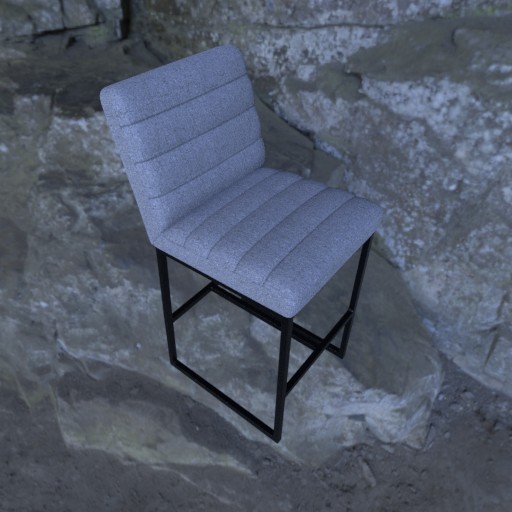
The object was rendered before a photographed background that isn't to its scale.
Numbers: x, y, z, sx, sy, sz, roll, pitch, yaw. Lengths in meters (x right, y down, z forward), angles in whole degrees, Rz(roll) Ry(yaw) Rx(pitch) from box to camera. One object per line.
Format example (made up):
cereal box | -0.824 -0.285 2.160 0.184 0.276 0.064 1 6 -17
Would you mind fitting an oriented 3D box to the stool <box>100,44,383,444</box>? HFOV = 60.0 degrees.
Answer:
stool | 0.000 0.000 1.340 0.571 1.034 0.459 27 48 28
